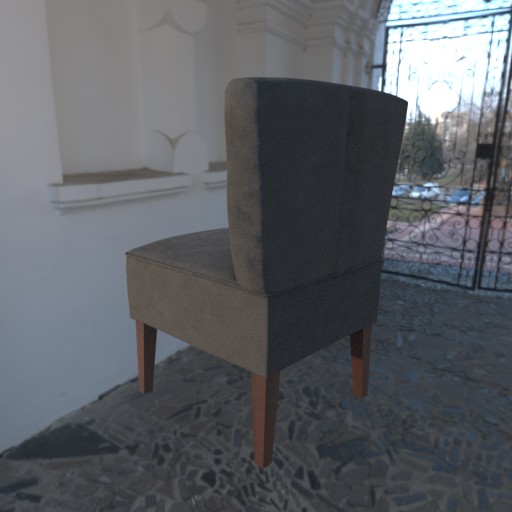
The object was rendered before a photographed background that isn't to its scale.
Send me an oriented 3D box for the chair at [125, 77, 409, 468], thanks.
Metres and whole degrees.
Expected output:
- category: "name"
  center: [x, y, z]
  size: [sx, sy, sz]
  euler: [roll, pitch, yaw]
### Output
- category: "chair"
  center: [0.000, 0.000, 1.164]
  size: [0.521, 0.806, 0.554]
  euler: [-14, 20, -43]
